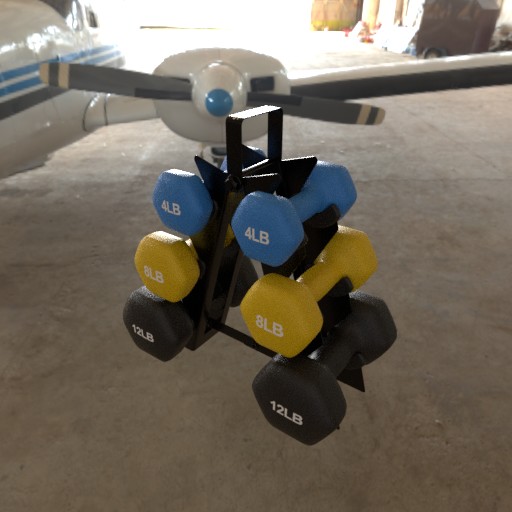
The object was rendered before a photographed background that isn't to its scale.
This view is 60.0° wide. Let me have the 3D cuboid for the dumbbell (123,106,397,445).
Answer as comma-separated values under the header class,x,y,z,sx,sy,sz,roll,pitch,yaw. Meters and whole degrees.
class,x,y,z,sx,sy,sz,roll,pitch,yaw
dumbbell,0.000,0.000,0.675,0.409,0.426,0.255,19,35,31
